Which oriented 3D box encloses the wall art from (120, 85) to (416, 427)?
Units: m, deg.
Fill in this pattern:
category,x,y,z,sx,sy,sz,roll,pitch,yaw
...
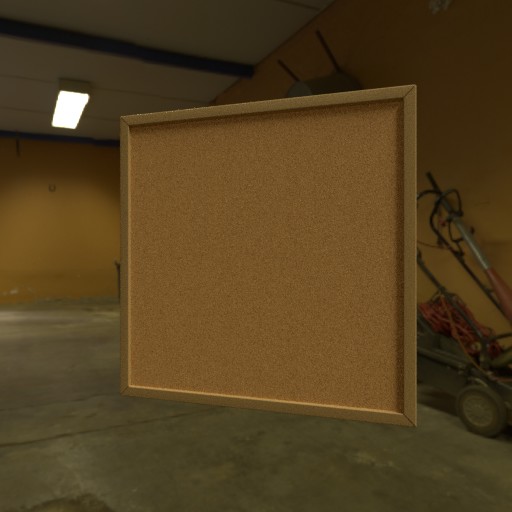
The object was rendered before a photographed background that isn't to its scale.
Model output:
category,x,y,z,sx,sy,sz,roll,pitch,yaw
wall art,0.000,0.000,0.750,0.509,0.509,0.036,0,0,17
